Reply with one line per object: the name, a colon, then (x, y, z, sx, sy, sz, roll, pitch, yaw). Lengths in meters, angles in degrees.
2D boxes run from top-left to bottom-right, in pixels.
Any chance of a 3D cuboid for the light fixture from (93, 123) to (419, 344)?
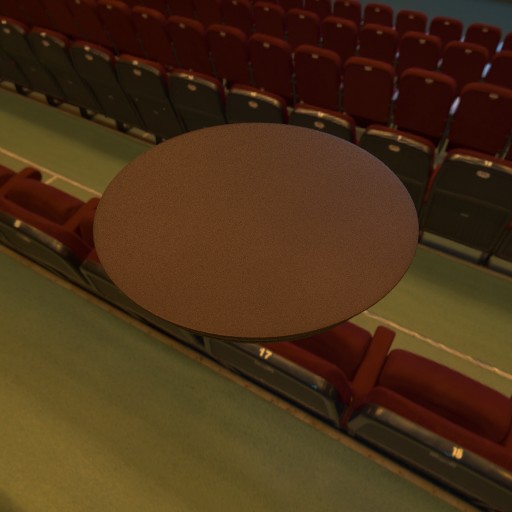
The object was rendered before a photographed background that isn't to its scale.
light fixture: (0.000, 0.000, 0.440, 0.280, 0.135, 0.280, 0, 46, 0)
